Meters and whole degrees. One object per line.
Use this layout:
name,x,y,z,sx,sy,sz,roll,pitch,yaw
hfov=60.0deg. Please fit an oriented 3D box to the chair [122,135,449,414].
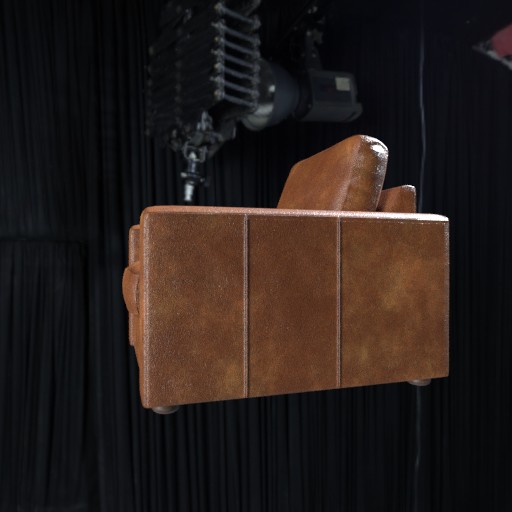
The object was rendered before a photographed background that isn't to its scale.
chair,0.000,0.000,1.766,1.016,0.873,1.005,0,0,-18
